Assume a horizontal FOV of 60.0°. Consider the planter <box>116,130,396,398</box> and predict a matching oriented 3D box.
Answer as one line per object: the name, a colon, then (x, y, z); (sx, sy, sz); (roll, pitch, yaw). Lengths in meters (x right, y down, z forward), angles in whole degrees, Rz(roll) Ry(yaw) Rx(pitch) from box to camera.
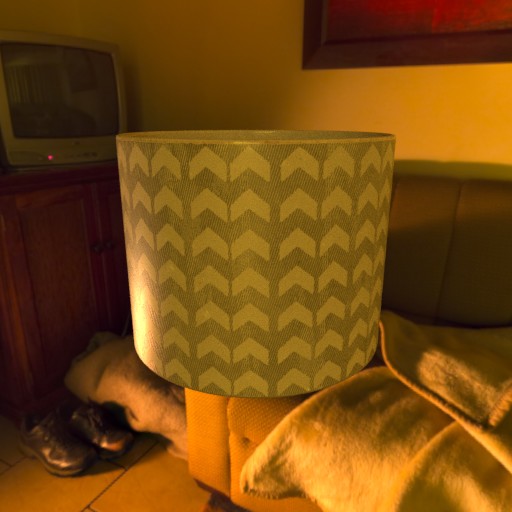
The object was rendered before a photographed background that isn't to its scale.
planter: (0.000, 0.000, 0.448); (0.250, 0.239, 0.250); (0, 17, 0)
